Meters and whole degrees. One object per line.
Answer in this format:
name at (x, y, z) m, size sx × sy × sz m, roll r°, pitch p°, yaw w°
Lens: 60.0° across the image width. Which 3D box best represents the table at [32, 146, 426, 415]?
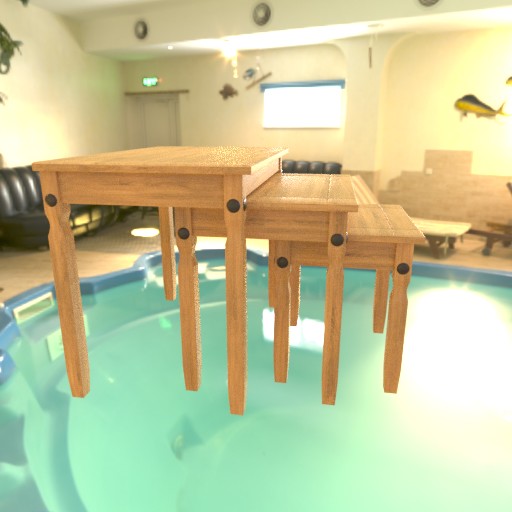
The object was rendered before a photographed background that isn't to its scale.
table at (0.000, 0.000, 1.186) m, size 0.773 × 0.535 × 0.660 m, roll 3°, pitch 17°, yaw 9°
